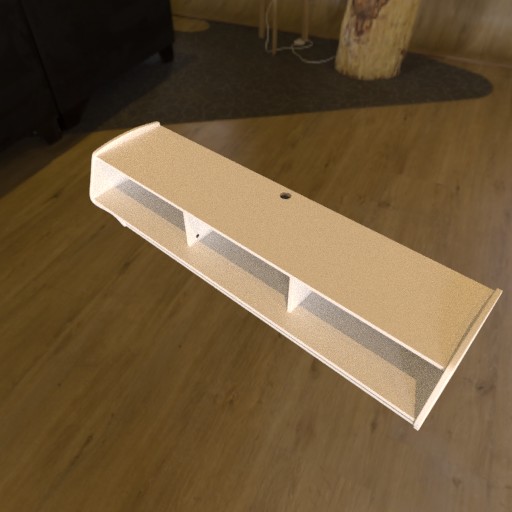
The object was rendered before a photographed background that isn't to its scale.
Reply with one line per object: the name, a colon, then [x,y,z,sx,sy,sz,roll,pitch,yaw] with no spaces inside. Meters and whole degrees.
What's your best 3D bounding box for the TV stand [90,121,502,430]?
TV stand: [0.000,0.000,1.605,1.473,0.424,0.397,31,53,28]
